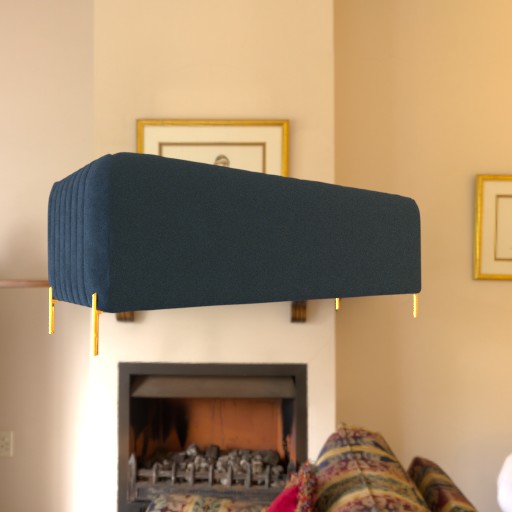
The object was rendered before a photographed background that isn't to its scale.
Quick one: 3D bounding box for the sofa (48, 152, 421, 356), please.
[{"bbox_3d":[0.000,0.000,2.610,2.136,0.793,0.896,1,-2,-37],"label":"sofa"}]
